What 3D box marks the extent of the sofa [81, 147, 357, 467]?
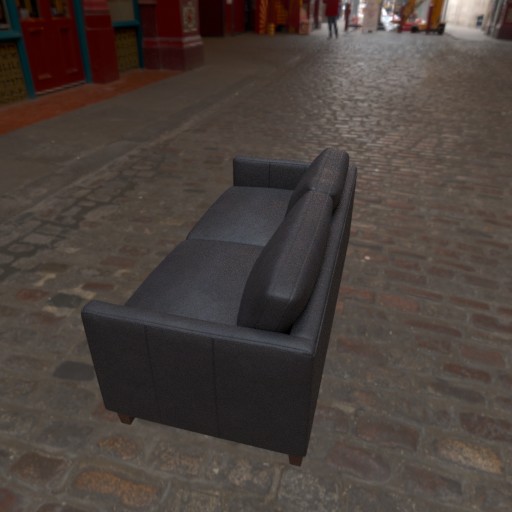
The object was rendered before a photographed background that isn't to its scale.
[{"bbox_3d":[0.000,0.000,2.486,0.933,0.863,1.971,8,31,13],"label":"sofa"}]
